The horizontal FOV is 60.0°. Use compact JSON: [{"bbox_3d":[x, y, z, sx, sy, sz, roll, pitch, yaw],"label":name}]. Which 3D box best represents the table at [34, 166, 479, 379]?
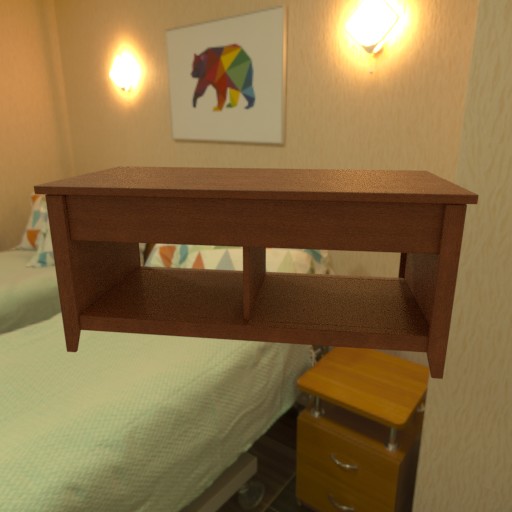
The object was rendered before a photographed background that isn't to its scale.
[{"bbox_3d":[0.000,0.000,1.296,1.016,0.457,0.483,2,17,7],"label":"table"}]
